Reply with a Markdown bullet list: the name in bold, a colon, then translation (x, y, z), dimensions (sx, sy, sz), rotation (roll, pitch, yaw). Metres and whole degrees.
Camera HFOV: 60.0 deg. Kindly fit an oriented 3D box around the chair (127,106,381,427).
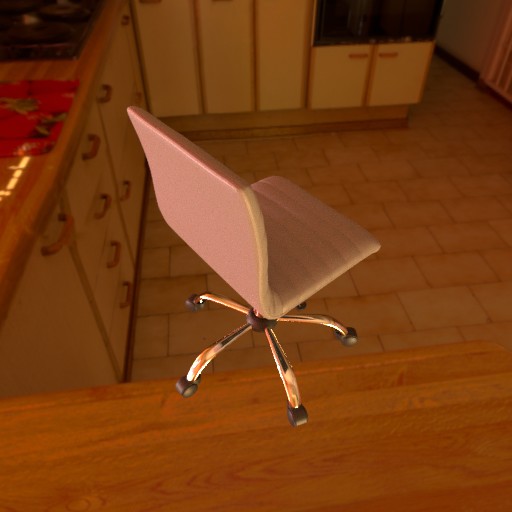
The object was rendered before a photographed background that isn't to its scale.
- **chair**: translation (0.000, 0.000, 1.112), dimensions (0.542, 0.750, 0.569), rotation (-27, 48, -27)
